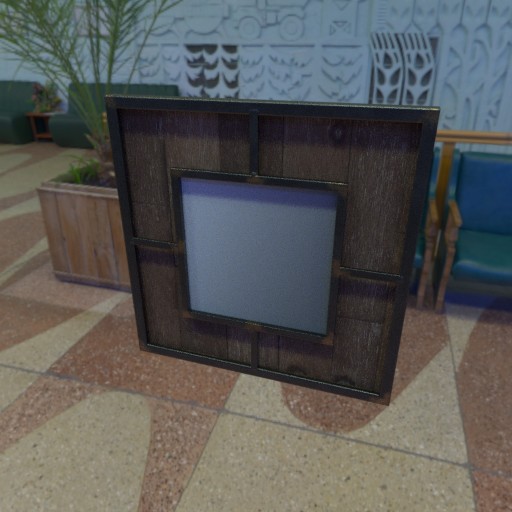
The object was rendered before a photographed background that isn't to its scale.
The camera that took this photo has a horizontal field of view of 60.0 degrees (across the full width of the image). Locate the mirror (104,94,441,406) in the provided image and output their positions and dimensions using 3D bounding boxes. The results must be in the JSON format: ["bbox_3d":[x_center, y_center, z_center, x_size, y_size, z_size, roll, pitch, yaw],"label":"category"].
[{"bbox_3d":[0.000,0.000,0.571,0.382,0.381,0.020,8,27,16],"label":"mirror"}]
